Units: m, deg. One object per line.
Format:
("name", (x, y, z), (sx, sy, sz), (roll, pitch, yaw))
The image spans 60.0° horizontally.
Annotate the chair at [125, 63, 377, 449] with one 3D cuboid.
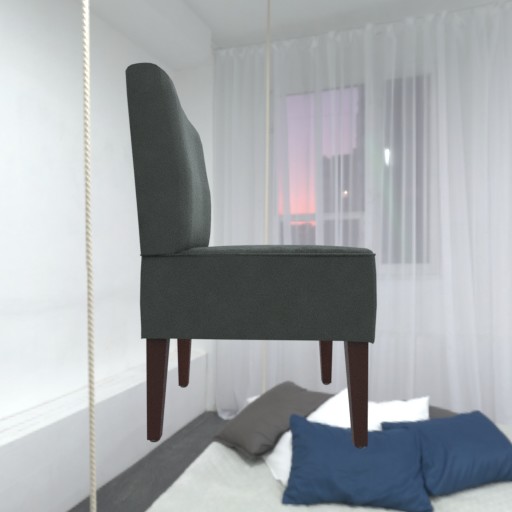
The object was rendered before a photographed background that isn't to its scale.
("chair", (0.000, 0.000, 1.154), (0.554, 0.806, 0.521), (0, 1, 0))
